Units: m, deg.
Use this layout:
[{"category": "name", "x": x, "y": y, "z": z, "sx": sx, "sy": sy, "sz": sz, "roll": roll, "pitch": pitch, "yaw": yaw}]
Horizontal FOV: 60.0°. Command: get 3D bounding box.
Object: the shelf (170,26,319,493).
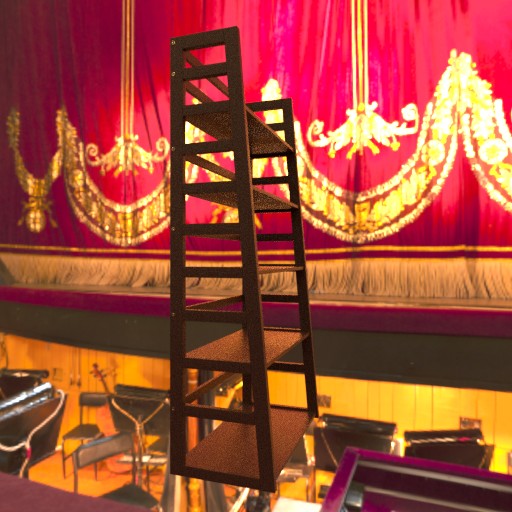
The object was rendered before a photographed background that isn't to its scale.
[{"category": "shelf", "x": 0.000, "y": 0.000, "z": 1.918, "sx": 0.403, "sy": 1.600, "sz": 0.763, "roll": 0, "pitch": 0, "yaw": 19}]
